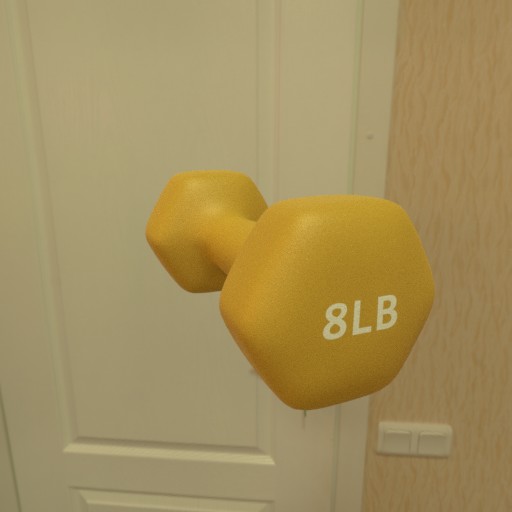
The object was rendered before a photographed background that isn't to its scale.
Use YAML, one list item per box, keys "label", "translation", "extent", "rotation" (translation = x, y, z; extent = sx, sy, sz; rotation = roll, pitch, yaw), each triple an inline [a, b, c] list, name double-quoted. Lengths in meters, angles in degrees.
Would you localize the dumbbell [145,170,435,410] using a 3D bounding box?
- label: "dumbbell"
  translation: [0.000, 0.000, 0.242]
  extent: [0.090, 0.082, 0.190]
  rotation: [-7, 16, -23]
